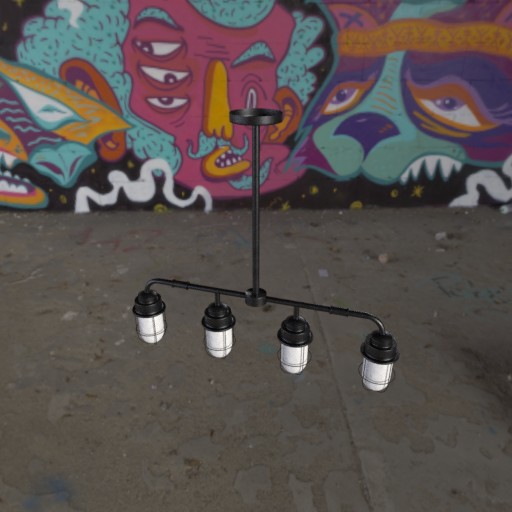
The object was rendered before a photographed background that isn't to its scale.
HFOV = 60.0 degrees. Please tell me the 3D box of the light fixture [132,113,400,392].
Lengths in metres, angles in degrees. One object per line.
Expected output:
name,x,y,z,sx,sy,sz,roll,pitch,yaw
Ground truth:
light fixture,0.000,0.000,1.258,0.852,0.785,0.131,8,28,16
